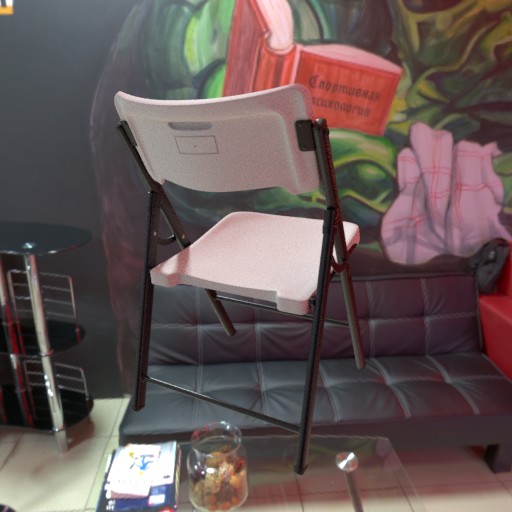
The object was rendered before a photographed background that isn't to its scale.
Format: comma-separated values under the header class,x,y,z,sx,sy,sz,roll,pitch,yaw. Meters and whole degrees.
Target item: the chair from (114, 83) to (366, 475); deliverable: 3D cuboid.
class,x,y,z,sx,sy,sz,roll,pitch,yaw
chair,0.000,0.000,1.116,0.482,0.765,0.577,9,19,27
